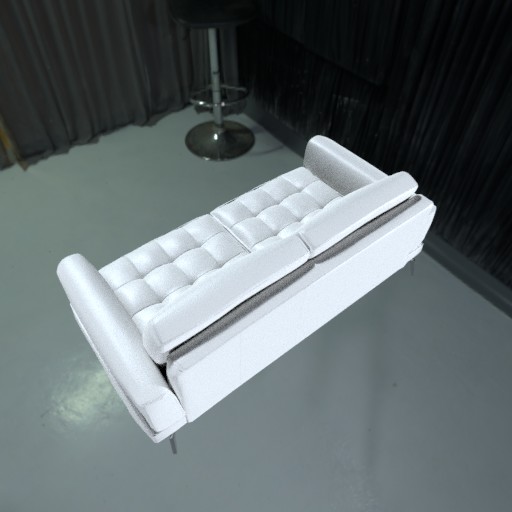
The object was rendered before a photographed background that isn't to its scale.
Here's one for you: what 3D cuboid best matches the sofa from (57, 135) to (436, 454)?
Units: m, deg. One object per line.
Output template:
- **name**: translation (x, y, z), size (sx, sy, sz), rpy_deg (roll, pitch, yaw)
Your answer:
- **sofa**: translation (0.000, 0.000, 2.776), size (2.177, 0.930, 1.121), rpy_deg (-31, 55, -24)
